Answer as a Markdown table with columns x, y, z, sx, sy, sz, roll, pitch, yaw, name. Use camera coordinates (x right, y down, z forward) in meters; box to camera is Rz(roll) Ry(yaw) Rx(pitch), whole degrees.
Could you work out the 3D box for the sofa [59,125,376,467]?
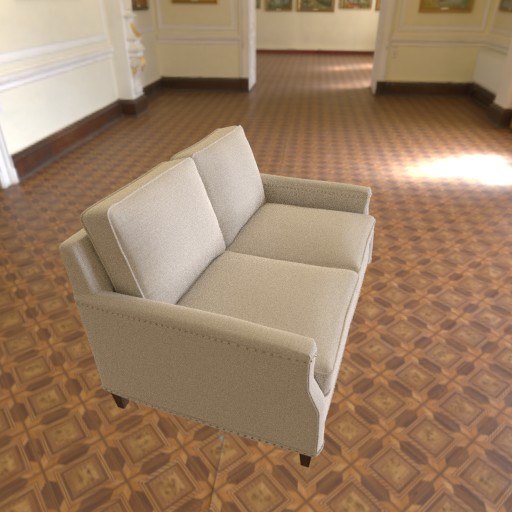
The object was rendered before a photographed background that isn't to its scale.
| x | y | z | sx | sy | sz | roll | pitch | yaw | name |
| --- | --- | --- | --- | --- | --- | --- | --- | --- | --- |
| 0.000 | 0.000 | 2.301 | 1.084 | 1.003 | 1.597 | 10 | 32 | 17 | sofa |
